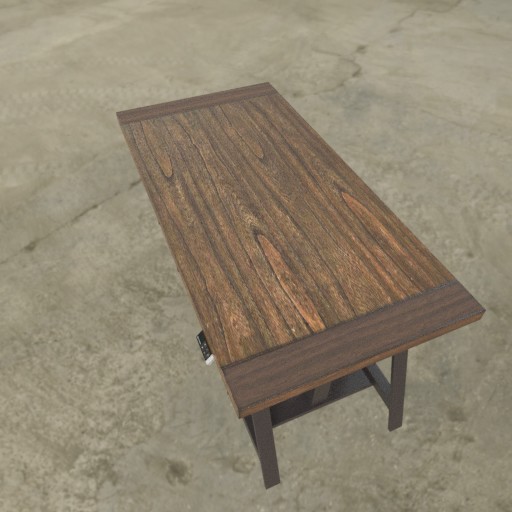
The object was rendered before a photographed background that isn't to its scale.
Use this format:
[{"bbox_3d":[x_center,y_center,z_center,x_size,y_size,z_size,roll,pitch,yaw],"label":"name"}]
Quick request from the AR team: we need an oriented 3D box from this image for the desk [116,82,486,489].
[{"bbox_3d":[0.000,0.000,1.905,0.784,0.725,1.543,-17,49,-15],"label":"desk"}]
